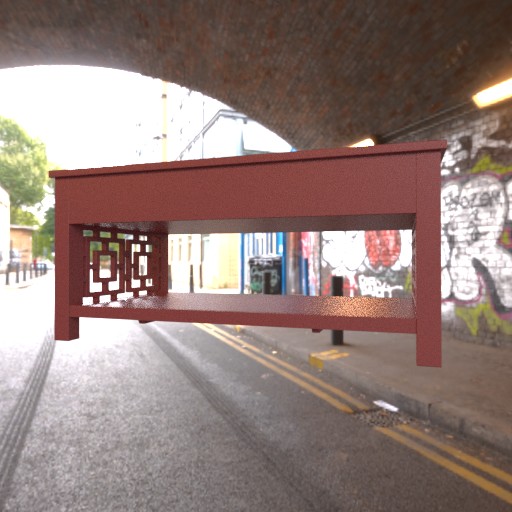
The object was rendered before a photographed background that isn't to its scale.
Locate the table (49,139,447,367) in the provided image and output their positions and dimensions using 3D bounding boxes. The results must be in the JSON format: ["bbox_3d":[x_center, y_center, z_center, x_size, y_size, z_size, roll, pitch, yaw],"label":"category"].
[{"bbox_3d":[0.000,0.000,1.408,1.068,0.493,0.612,0,-1,18],"label":"table"}]
